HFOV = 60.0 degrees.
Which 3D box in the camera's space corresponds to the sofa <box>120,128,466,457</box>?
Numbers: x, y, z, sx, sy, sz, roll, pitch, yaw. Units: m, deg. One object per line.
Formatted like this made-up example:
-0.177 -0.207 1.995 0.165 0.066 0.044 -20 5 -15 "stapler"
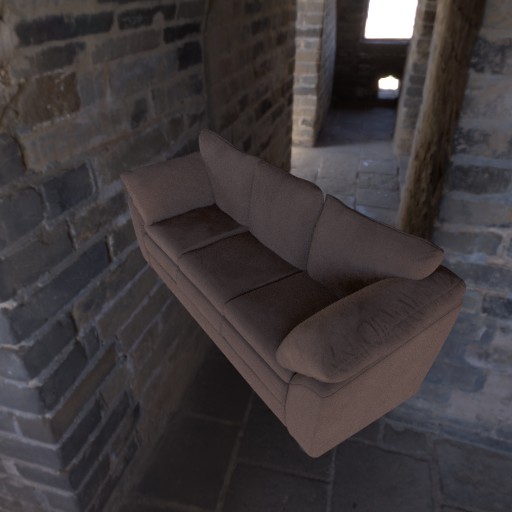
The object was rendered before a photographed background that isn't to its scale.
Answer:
0.000 0.000 2.767 0.878 1.015 2.336 -19 37 -28 "sofa"
